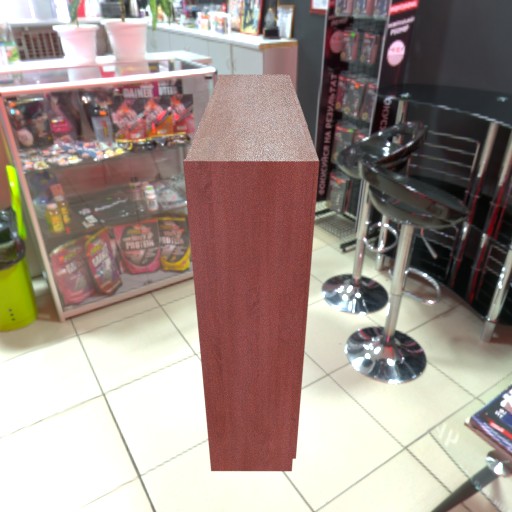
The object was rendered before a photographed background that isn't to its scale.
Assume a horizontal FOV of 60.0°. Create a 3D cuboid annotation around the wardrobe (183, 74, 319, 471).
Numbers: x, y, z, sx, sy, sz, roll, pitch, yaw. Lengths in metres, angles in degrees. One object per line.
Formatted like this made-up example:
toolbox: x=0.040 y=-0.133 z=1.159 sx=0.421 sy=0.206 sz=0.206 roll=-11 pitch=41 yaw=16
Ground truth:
wardrobe: x=0.000 y=0.000 z=3.247 sx=0.598 sy=2.159 sz=1.998 roll=0 pitch=32 yaw=0
